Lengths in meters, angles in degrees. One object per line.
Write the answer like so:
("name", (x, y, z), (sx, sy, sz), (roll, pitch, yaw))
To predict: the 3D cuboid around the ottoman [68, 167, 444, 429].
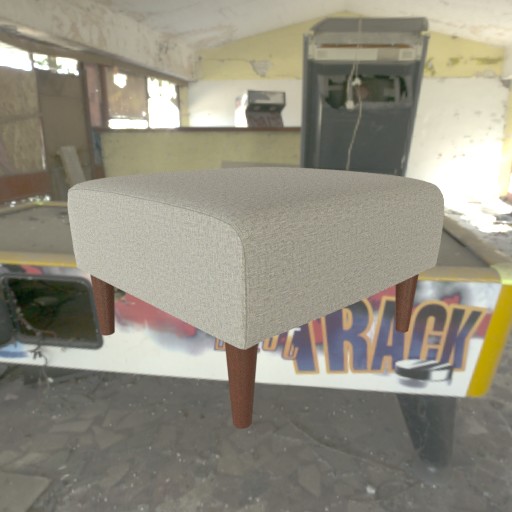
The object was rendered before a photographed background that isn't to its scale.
("ottoman", (0.000, 0.000, 1.077), (0.655, 0.399, 0.648), (-14, 21, -42))
